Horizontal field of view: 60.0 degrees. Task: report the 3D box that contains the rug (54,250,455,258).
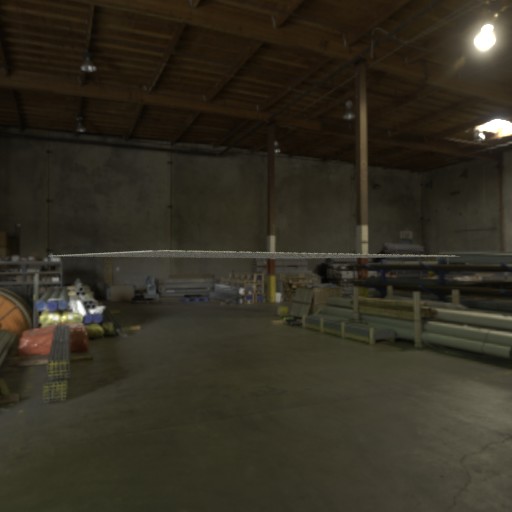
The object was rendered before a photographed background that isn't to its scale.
[{"bbox_3d":[0.000,0.000,4.278,3.196,0.007,2.354,1,-1,-38],"label":"rug"}]
